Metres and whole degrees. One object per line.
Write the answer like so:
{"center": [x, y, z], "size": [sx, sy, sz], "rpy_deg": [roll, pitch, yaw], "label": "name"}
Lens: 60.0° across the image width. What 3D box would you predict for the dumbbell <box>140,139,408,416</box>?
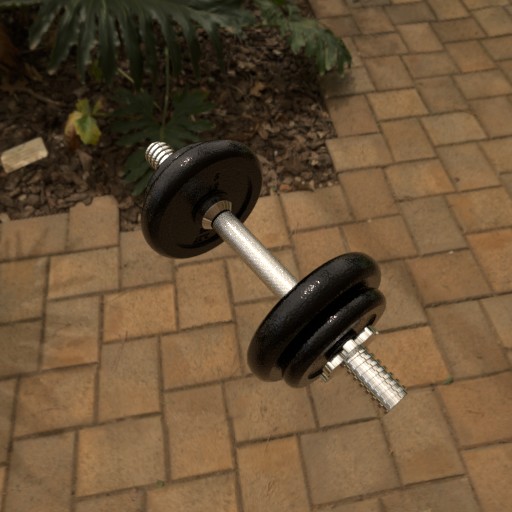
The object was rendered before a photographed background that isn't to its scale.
{"center": [0.000, 0.000, 0.592], "size": [0.202, 0.202, 0.497], "rpy_deg": [-34, 64, -20], "label": "dumbbell"}
